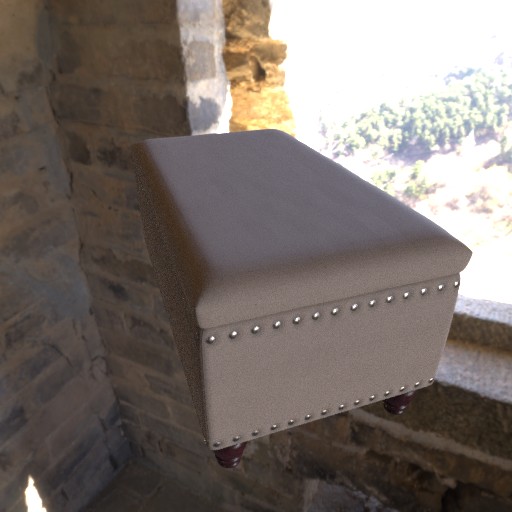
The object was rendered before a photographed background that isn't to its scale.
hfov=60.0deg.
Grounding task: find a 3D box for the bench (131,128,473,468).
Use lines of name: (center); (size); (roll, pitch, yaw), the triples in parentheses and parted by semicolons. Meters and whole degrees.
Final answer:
bench: (0.000, 0.000, 1.158); (0.500, 0.449, 0.887); (-10, 31, -17)
